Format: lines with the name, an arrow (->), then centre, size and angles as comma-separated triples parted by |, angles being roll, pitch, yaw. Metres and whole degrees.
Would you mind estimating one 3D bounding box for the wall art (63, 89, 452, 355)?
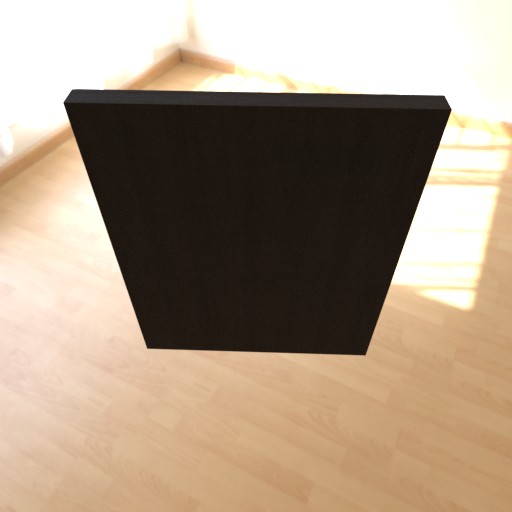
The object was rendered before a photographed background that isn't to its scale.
wall art -> 0.000, 0.000, 0.732 | 0.455, 0.552, 0.034 | 1, 47, 1
